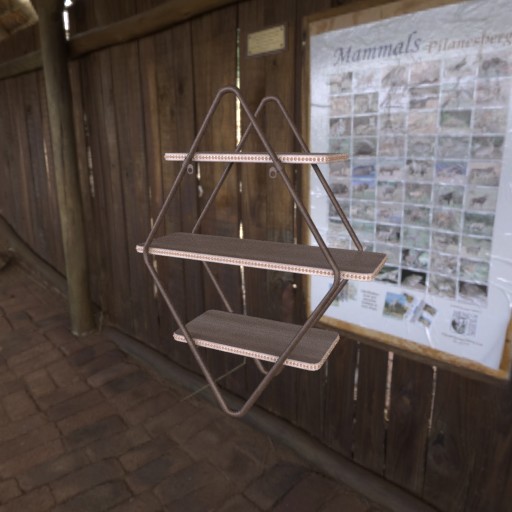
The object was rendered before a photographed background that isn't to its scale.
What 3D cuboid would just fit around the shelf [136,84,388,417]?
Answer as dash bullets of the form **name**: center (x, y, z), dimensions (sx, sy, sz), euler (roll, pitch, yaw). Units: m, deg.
- **shelf**: center (0.000, 0.000, 1.096), dimensions (0.609, 0.774, 0.234), euler (7, 16, 25)
